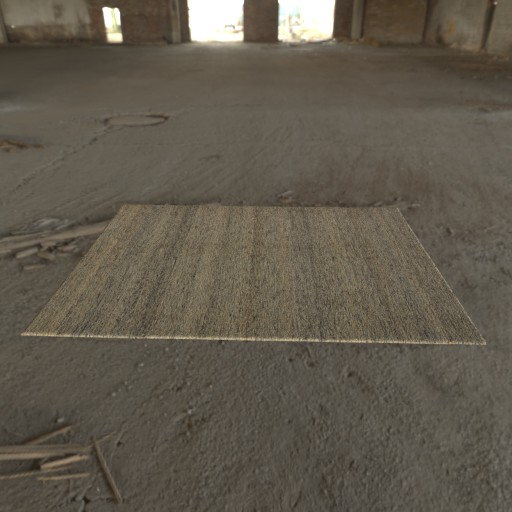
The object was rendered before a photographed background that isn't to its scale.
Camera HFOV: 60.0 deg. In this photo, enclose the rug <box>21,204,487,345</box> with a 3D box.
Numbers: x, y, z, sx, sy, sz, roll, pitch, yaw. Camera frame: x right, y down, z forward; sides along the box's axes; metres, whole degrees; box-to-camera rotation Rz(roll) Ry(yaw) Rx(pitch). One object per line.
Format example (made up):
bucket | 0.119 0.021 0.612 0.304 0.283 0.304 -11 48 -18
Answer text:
rug | 0.000 0.000 4.098 3.199 0.036 2.414 1 28 2
